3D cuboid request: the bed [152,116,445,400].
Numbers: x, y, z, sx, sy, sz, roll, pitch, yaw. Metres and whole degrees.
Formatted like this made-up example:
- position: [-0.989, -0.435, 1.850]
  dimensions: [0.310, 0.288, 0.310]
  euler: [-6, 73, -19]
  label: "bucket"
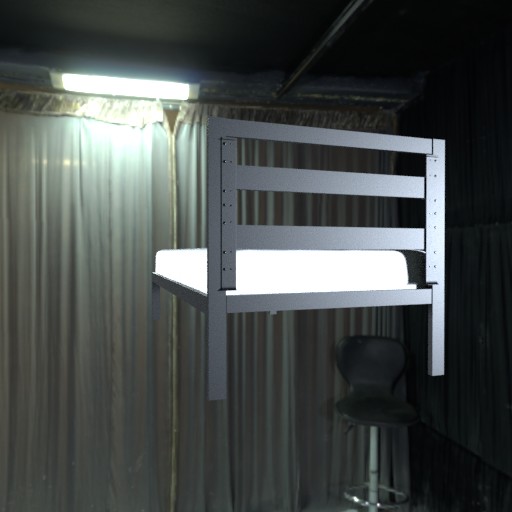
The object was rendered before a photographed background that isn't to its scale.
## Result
- position: [0.000, 0.000, 2.569]
  dimensions: [0.991, 0.967, 1.930]
  euler: [0, 1, -19]
  label: "bed"
